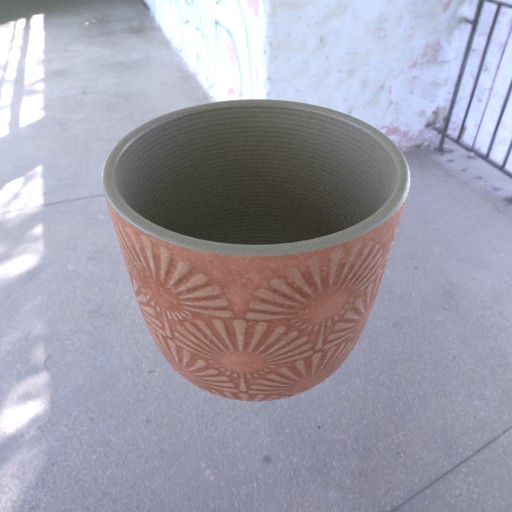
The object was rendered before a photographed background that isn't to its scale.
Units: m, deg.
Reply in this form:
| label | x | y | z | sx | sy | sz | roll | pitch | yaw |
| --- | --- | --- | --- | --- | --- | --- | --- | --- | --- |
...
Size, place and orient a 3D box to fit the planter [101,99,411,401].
| label | x | y | z | sx | sy | sz | roll | pitch | yaw |
| --- | --- | --- | --- | --- | --- | --- | --- | --- | --- |
| planter | 0.000 | 0.000 | 0.218 | 0.124 | 0.109 | 0.124 | 0 | 41 | 0 |
